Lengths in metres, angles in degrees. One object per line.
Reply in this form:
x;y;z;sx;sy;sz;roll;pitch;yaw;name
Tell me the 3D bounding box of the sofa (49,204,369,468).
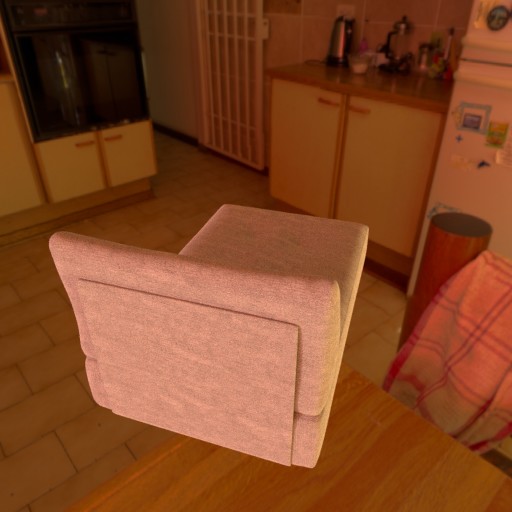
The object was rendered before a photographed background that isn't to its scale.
0.000;0.000;2.022;0.930;0.820;1.450;10;33;15;sofa
